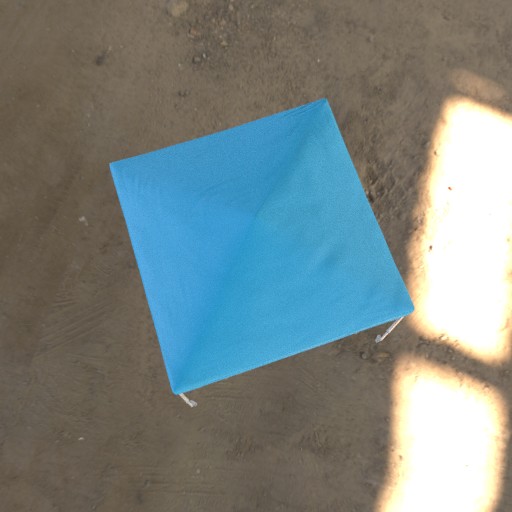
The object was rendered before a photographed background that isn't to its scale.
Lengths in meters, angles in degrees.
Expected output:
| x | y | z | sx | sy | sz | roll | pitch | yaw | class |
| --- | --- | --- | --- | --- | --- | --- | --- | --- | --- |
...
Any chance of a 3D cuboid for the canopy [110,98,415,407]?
| x | y | z | sx | sy | sz | roll | pitch | yaw | class |
| --- | --- | --- | --- | --- | --- | --- | --- | --- | --- |
| 0.000 | 0.000 | 6.544 | 3.600 | 3.600 | 3.599 | -18 | 77 | -4 | canopy |
